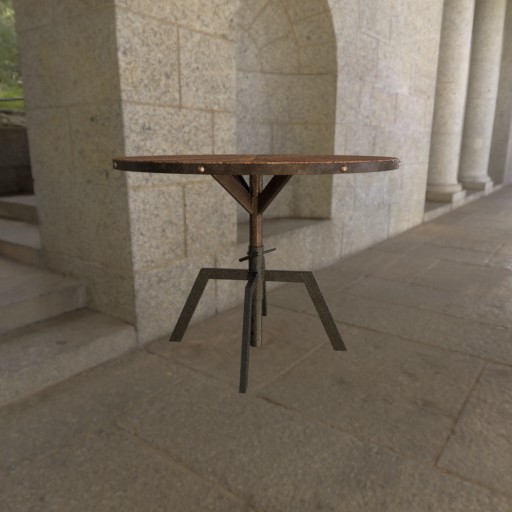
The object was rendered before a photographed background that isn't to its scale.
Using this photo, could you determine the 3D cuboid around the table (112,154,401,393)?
[{"bbox_3d":[0.000,0.000,1.510,0.885,0.658,0.885,0,14,0],"label":"table"}]
